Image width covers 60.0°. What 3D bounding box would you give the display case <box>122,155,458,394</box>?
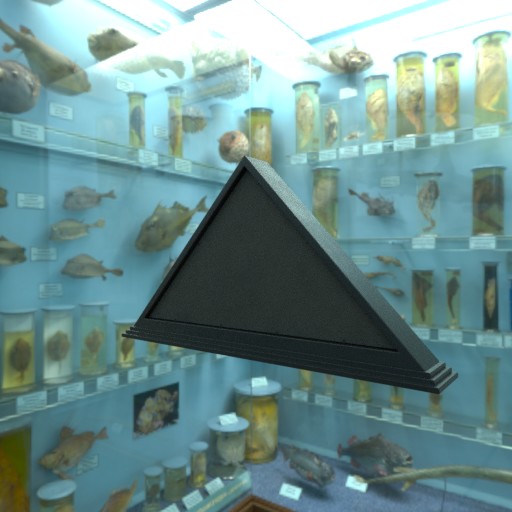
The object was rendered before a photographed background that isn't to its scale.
[{"bbox_3d":[0.000,0.000,0.777,0.640,0.340,0.095,0,0,37],"label":"display case"}]
